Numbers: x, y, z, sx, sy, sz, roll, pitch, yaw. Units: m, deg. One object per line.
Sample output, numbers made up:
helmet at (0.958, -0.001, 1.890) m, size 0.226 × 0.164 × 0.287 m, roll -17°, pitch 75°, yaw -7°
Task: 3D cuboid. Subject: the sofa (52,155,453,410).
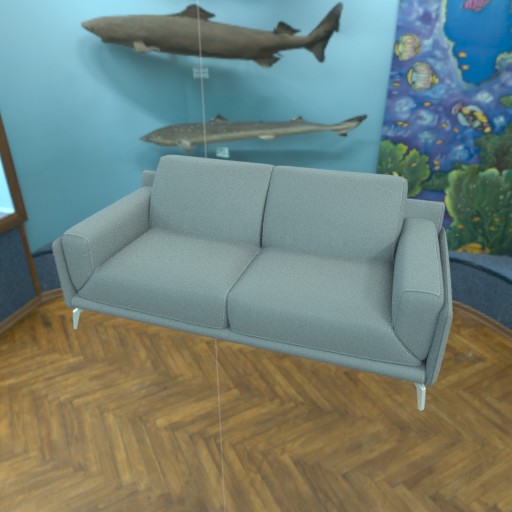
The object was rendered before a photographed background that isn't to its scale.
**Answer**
sofa at (0.000, 0.000, 2.600) m, size 2.100 × 0.900 × 0.969 m, roll 9°, pitch 29°, yaw 16°
